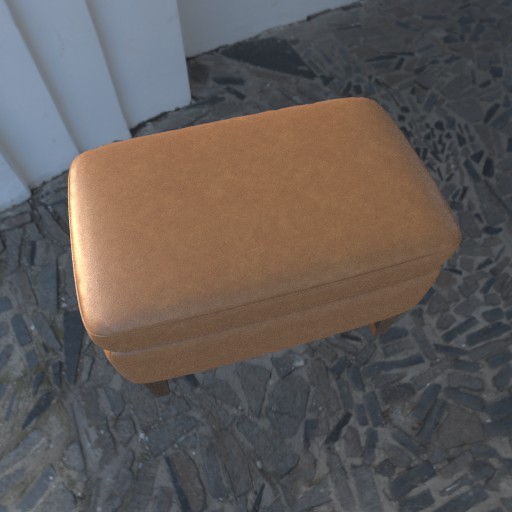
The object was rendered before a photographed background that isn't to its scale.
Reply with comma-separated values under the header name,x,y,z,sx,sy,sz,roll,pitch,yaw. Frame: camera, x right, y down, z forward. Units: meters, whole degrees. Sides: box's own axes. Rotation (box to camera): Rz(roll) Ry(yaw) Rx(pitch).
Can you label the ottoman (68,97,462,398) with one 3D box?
name,x,y,z,sx,sy,sz,roll,pitch,yaw
ottoman,0.000,0.000,0.985,0.670,0.480,0.420,-14,59,-8
